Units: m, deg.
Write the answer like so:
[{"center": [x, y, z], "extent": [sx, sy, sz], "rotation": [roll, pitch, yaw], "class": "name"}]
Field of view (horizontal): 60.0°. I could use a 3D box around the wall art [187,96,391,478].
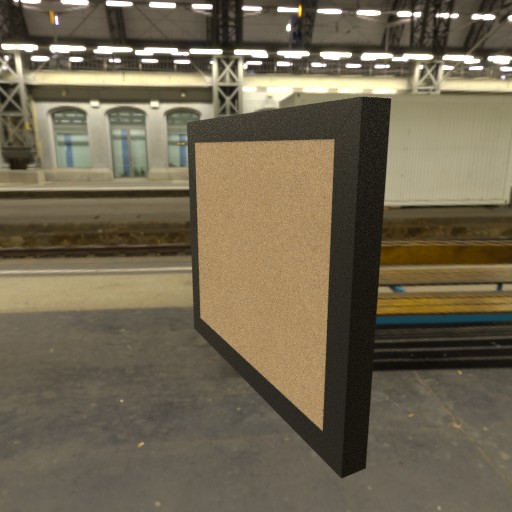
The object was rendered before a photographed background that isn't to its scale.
[{"center": [0.000, 0.000, 0.525], "extent": [0.028, 0.321, 0.381], "rotation": [-7, 15, -27], "class": "wall art"}]
